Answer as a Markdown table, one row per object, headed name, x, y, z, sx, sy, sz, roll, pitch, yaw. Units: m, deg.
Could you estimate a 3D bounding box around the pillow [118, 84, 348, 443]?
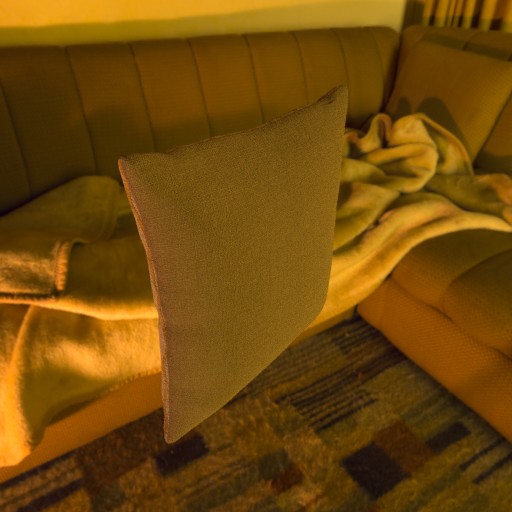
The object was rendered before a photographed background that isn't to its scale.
| name | x | y | z | sx | sy | sz | roll | pitch | yaw |
| --- | --- | --- | --- | --- | --- | --- | --- | --- | --- |
| pillow | 0.000 | 0.000 | 0.671 | 0.159 | 0.436 | 0.429 | 23 | 39 | 31 |
